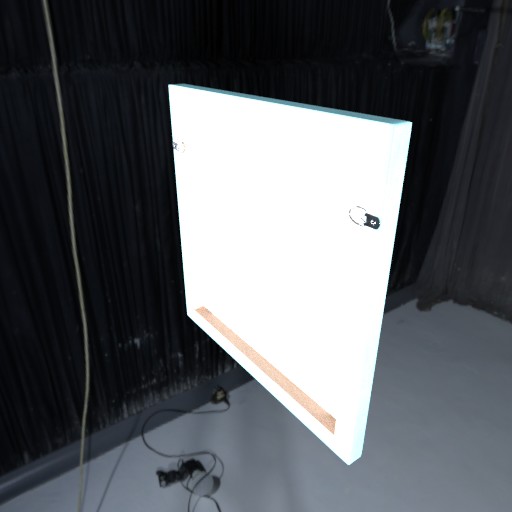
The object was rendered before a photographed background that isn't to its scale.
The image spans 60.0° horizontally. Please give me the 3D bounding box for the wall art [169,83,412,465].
[{"bbox_3d":[0.000,0.000,1.586,0.070,1.073,1.071,-19,32,-32],"label":"wall art"}]
